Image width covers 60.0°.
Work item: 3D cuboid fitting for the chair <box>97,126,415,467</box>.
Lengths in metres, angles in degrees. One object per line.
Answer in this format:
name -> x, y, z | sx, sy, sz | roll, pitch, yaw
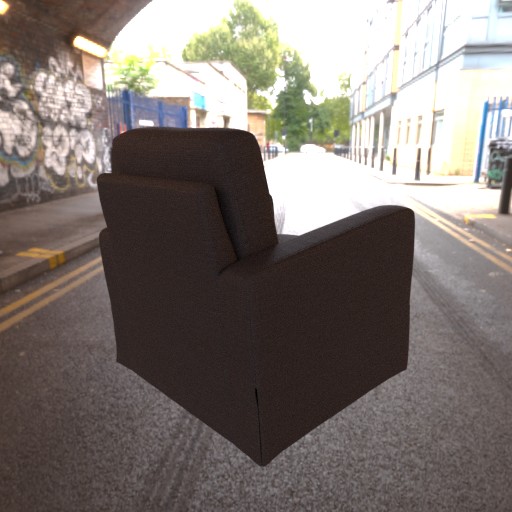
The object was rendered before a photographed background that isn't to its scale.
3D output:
chair -> 0.000, 0.000, 1.536 | 0.863, 0.855, 0.798 | -13, 19, -42
